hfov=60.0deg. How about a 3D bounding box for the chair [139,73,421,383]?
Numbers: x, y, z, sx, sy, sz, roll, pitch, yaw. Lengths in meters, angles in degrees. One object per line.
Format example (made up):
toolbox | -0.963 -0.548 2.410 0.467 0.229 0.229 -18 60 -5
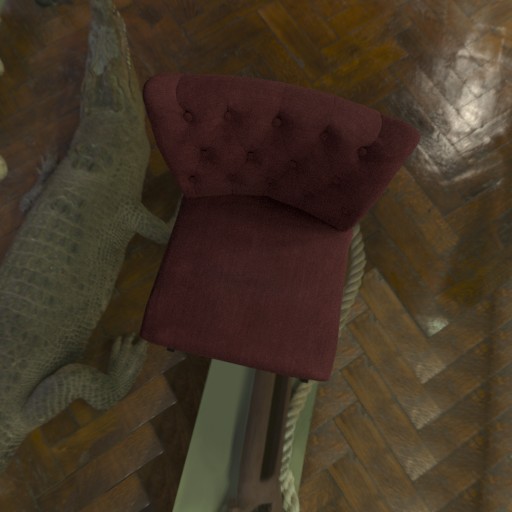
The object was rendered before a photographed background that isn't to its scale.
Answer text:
chair | 0.000 0.000 1.207 0.582 0.750 0.605 12 76 3
